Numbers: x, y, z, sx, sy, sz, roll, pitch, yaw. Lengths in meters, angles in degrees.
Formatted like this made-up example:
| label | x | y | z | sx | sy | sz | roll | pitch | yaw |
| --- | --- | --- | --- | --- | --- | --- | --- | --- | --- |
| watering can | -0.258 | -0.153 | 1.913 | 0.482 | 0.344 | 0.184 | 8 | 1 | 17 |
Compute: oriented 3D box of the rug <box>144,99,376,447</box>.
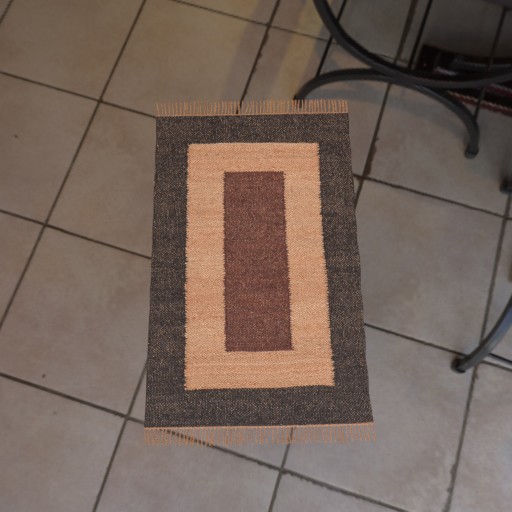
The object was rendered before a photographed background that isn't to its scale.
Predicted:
| label | x | y | z | sx | sy | sz | roll | pitch | yaw |
| --- | --- | --- | --- | --- | --- | --- | --- | --- | --- |
| rug | 0.000 | 0.000 | 1.932 | 0.920 | 0.013 | 1.541 | -1 | 76 | 0 |
